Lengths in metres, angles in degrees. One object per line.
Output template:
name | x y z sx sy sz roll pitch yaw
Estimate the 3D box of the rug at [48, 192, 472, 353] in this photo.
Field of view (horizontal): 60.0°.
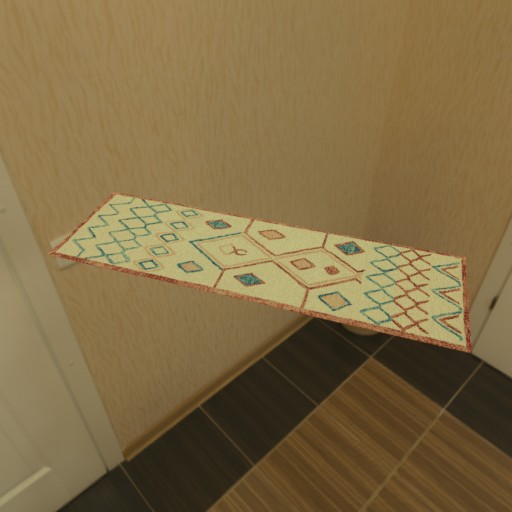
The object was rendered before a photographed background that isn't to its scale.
rug | 0.000 0.000 2.700 2.435 0.011 0.750 12 42 13
